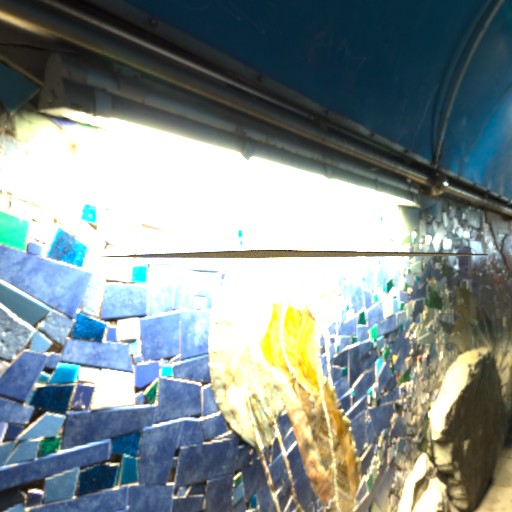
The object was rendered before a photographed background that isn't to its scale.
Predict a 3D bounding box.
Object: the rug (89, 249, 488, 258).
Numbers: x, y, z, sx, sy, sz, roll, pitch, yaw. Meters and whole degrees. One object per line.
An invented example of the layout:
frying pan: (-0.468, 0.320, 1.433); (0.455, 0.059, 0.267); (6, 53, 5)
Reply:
rug: (0.000, 0.000, 2.911); (1.522, 0.008, 2.284); (1, -1, -36)
